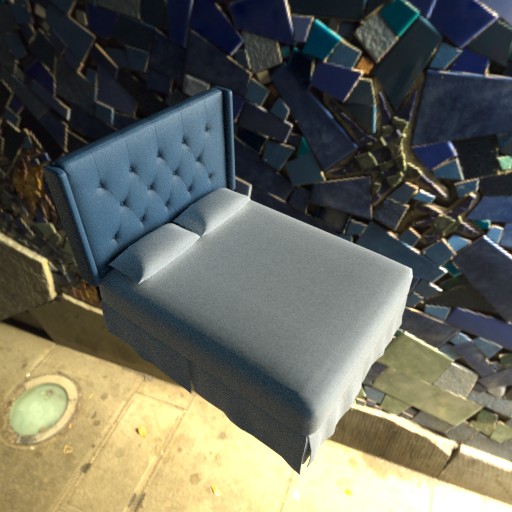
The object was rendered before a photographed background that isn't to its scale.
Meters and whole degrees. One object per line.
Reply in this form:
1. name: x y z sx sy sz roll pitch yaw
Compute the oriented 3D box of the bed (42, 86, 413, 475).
1. bed: 0.000 0.000 3.364 2.078 1.665 1.719 26 48 26
